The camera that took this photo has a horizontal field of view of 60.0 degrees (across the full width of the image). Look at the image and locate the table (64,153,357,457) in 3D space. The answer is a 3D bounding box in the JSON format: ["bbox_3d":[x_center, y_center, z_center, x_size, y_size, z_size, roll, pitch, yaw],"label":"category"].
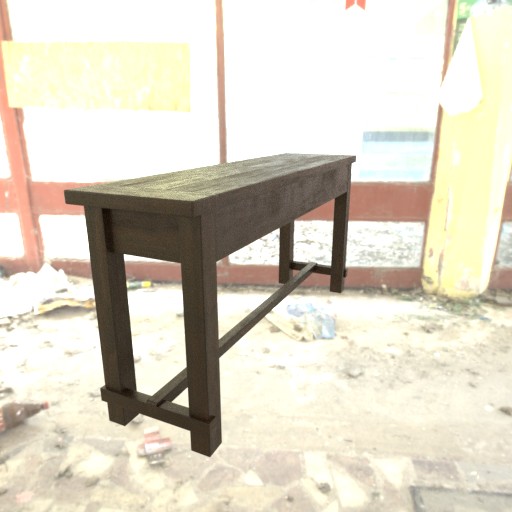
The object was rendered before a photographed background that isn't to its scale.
[{"bbox_3d":[0.000,0.000,1.912,0.442,0.762,1.599,8,19,24],"label":"table"}]
